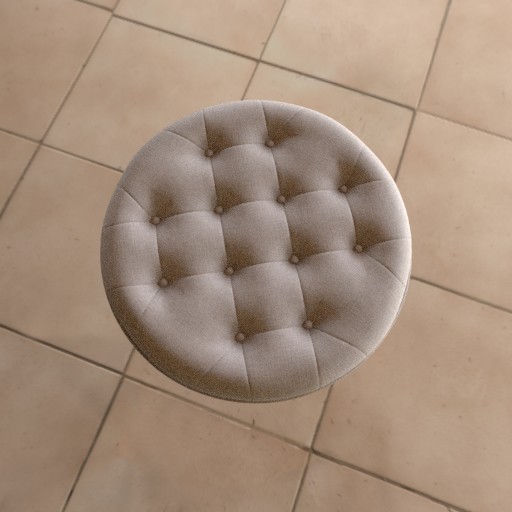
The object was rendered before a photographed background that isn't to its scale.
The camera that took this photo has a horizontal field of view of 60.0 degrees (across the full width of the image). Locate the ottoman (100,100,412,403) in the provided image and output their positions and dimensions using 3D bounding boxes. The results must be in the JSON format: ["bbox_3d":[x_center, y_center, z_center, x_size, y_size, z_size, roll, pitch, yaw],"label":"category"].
[{"bbox_3d":[0.000,0.000,1.369,0.849,0.478,0.849,0,75,0],"label":"ottoman"}]
